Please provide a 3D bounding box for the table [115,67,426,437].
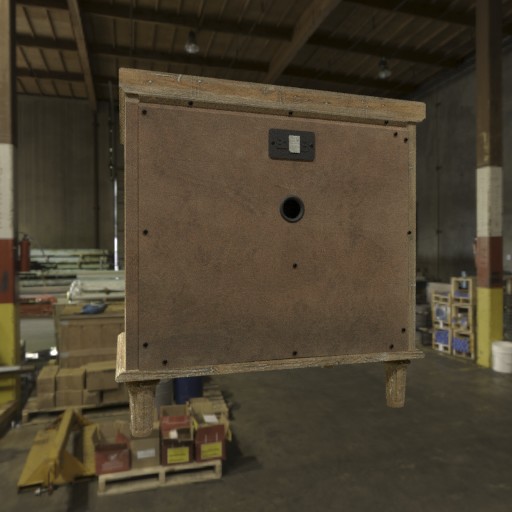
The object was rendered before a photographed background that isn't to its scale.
[{"bbox_3d":[0.000,0.000,1.143,0.686,0.711,0.457,0,0,-17],"label":"table"}]
